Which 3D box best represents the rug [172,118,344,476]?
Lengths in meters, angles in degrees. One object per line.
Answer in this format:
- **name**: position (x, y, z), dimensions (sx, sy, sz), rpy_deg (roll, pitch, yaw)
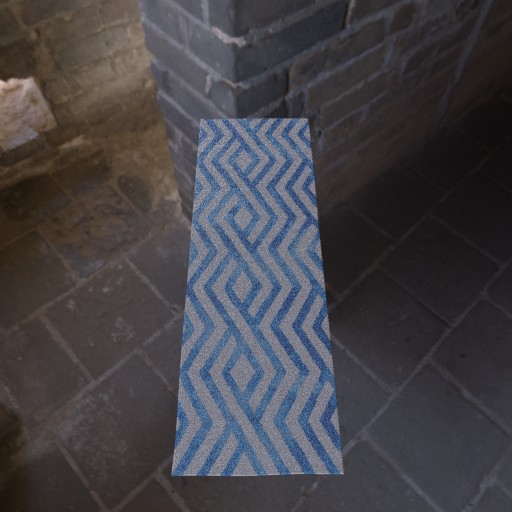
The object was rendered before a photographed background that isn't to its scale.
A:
- **rug**: position (0.000, 0.000, 1.675), dimensions (0.503, 0.007, 1.492), rpy_deg (0, 59, 0)
